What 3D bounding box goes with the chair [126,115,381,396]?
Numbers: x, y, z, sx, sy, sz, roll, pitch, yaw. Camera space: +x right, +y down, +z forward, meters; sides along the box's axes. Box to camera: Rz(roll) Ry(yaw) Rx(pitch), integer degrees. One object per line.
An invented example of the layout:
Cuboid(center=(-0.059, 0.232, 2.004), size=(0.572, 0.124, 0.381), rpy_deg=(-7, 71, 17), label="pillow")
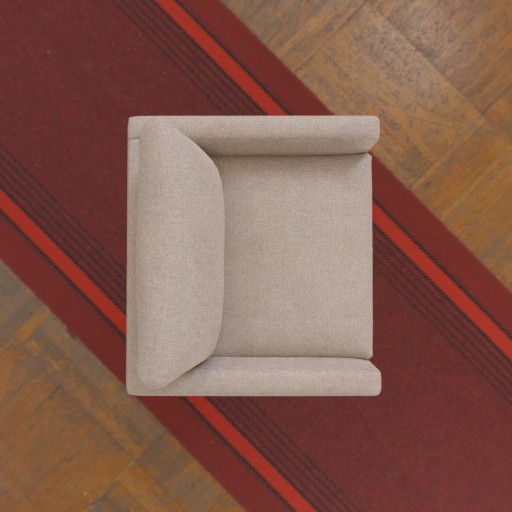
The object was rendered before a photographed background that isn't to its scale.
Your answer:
Cuboid(center=(0.000, 0.000, 1.663), size=(0.866, 0.861, 0.963), rpy_deg=(0, 89, 0), label="chair")
